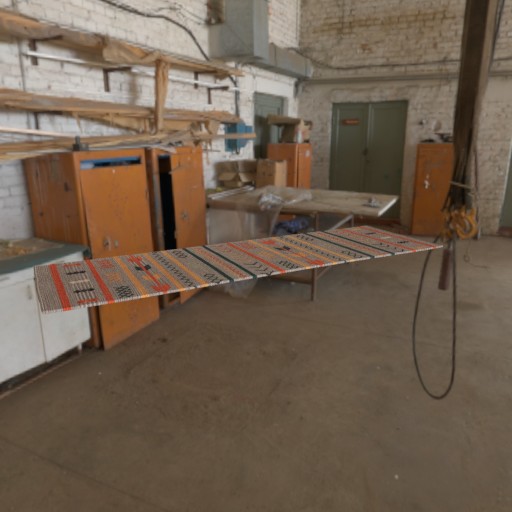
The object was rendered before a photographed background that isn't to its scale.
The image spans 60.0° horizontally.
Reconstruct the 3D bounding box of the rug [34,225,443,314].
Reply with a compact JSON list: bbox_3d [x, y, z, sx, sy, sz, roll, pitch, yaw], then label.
[{"bbox_3d":[0.000,0.000,2.695,2.419,0.022,0.744,-8,18,-27],"label":"rug"}]
